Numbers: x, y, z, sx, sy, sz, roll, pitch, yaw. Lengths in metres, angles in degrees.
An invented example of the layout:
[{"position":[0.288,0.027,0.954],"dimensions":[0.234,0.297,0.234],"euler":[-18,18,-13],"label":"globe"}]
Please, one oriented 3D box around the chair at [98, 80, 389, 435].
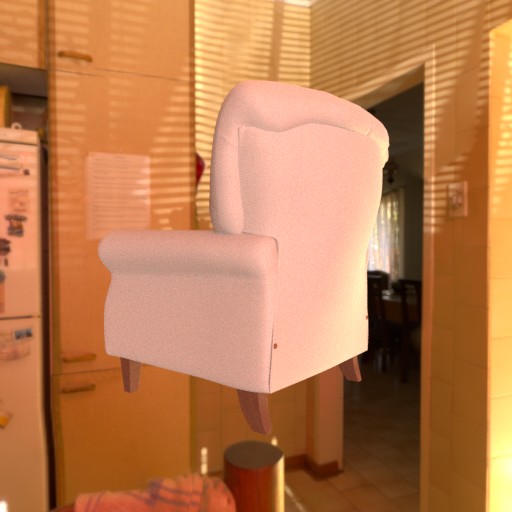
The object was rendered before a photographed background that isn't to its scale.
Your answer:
[{"position":[0.000,0.000,2.039],"dimensions":[1.128,1.217,1.090],"euler":[1,2,37],"label":"chair"}]
